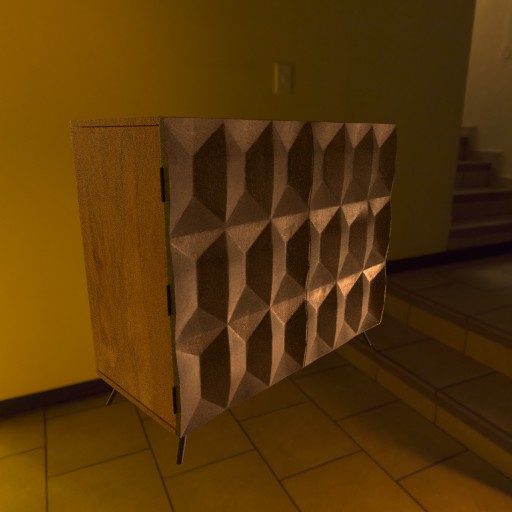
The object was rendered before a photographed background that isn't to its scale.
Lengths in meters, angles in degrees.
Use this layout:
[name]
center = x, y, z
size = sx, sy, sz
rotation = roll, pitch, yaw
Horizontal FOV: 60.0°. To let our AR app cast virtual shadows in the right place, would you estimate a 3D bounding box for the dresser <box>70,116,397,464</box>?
[dresser]
center = 0.000, 0.000, 1.465
size = 0.446, 0.847, 0.967
rotation = 15, 21, 43
